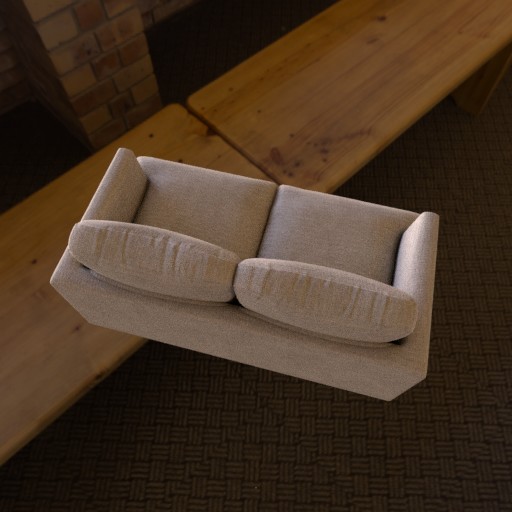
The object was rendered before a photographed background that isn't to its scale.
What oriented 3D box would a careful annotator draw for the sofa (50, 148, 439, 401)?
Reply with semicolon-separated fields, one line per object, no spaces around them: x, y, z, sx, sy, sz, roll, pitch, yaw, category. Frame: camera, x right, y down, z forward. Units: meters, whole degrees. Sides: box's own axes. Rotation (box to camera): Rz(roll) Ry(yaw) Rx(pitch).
0.000;0.000;2.132;1.582;0.944;0.903;13;63;7;sofa
